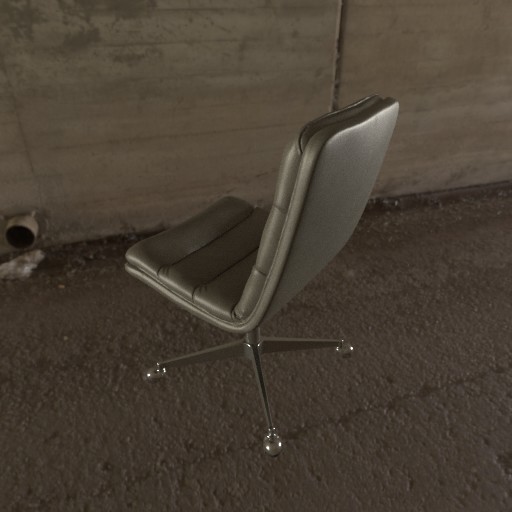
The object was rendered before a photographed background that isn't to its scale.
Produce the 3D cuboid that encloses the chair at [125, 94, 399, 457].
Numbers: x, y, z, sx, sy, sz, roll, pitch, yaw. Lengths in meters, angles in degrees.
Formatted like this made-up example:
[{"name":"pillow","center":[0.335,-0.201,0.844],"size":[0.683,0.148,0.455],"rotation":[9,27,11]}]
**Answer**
[{"name":"chair","center":[0.000,0.000,1.035],"size":[0.485,0.738,0.422],"rotation":[20,37,29]}]
